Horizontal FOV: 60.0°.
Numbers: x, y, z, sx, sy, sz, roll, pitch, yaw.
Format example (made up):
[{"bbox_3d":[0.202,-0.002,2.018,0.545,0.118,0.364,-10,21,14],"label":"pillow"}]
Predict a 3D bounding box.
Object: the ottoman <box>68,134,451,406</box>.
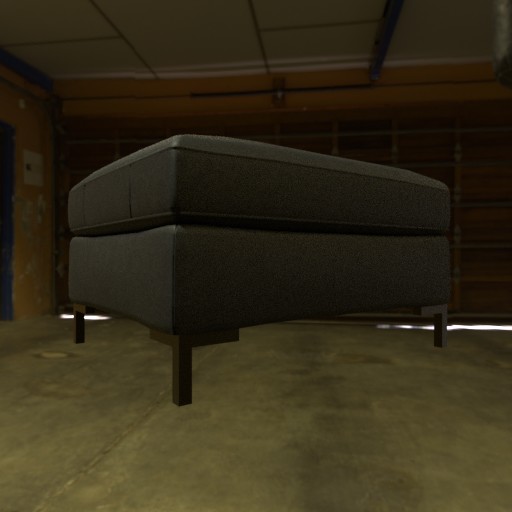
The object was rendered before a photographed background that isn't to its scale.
[{"bbox_3d":[0.000,0.000,1.740,1.187,0.696,0.967,0,0,-36],"label":"ottoman"}]
